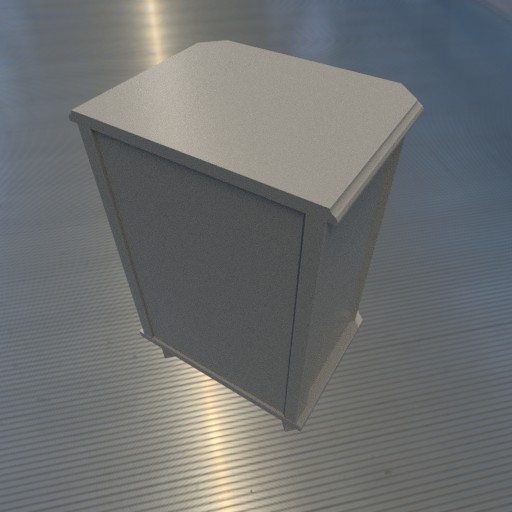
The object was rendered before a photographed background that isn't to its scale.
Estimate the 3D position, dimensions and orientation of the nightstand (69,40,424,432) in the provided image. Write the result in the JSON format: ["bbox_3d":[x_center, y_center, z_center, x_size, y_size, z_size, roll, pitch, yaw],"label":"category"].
[{"bbox_3d":[0.000,0.000,0.909,0.435,0.680,0.348,25,51,22],"label":"nightstand"}]
